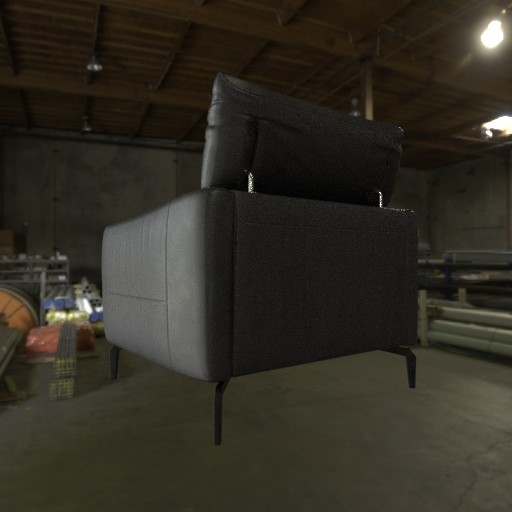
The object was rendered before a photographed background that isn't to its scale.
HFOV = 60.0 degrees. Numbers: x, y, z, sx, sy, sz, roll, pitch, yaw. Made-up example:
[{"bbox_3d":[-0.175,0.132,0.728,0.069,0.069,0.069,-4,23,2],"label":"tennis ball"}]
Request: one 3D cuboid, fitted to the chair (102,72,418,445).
[{"bbox_3d":[0.000,0.000,1.664,0.976,0.949,0.809,1,-1,-37],"label":"chair"}]
